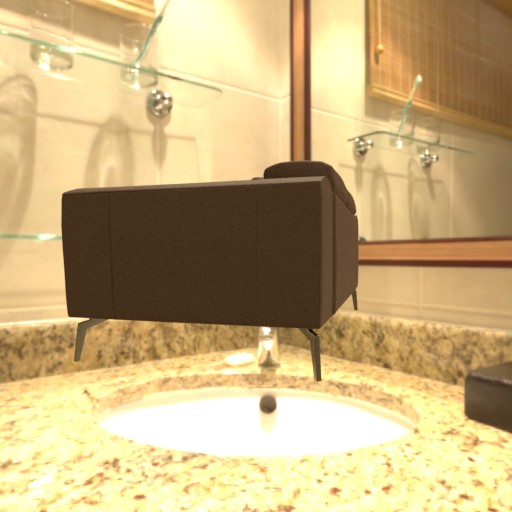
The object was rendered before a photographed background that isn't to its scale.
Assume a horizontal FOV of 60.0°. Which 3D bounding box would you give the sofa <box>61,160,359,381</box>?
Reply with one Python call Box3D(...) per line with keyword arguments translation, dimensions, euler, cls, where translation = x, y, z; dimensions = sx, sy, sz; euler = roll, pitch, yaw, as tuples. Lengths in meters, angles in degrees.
Box3D(translation=(0.000, 0.000, 2.408), dimensions=(1.003, 0.779, 1.895), euler=(0, 0, 16), cls="sofa")
